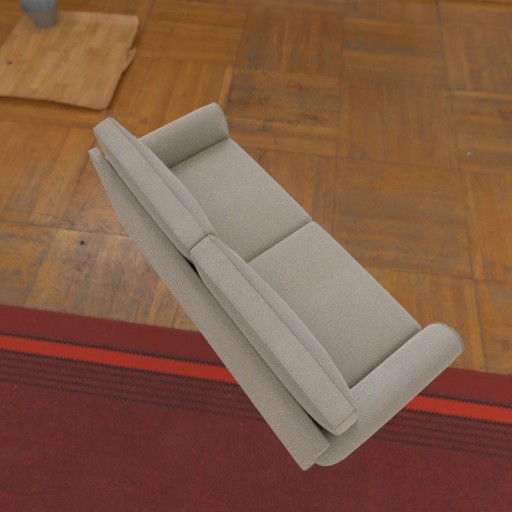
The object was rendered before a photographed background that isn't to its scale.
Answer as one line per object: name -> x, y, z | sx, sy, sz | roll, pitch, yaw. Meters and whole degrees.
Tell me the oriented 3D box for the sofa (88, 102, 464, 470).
sofa -> 0.000, 0.000, 2.501 | 0.901, 0.962, 2.146 | -33, 65, -18
